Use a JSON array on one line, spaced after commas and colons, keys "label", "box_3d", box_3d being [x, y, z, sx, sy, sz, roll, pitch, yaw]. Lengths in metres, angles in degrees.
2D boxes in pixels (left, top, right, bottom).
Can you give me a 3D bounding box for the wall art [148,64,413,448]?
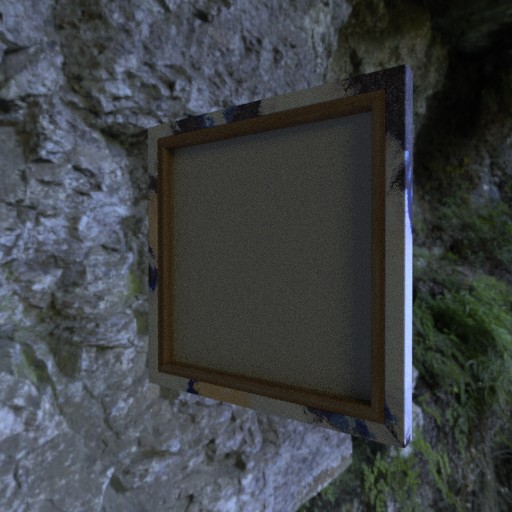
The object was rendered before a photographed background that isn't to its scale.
[{"label": "wall art", "box_3d": [0.000, 0.000, 0.892, 0.609, 0.609, 0.039, 0, 1, 36]}]
